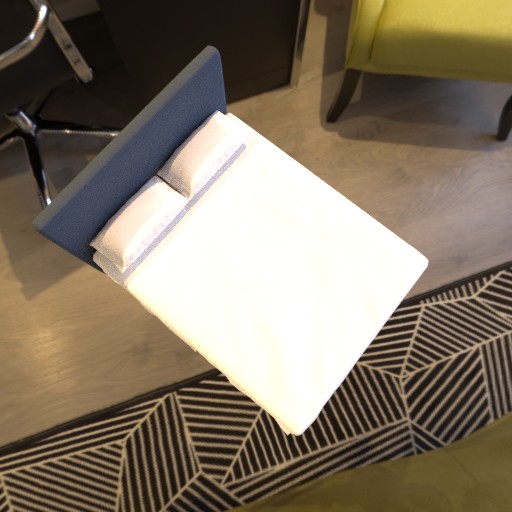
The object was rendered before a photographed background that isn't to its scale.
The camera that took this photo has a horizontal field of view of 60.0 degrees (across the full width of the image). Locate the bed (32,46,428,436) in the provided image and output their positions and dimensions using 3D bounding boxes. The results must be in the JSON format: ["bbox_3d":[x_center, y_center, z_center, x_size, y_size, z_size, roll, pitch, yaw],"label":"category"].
[{"bbox_3d":[0.000,0.000,3.257,2.162,1.330,1.713,39,79,9],"label":"bed"}]
